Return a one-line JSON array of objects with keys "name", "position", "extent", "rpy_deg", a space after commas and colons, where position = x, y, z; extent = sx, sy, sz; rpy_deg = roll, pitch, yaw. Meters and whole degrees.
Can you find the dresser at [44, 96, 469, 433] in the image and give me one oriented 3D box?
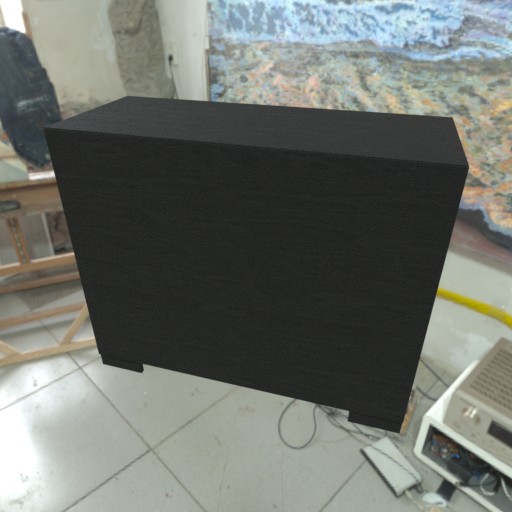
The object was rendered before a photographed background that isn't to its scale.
[{"name": "dresser", "position": [0.000, 0.000, 1.367], "extent": [0.994, 0.816, 0.404], "rpy_deg": [9, 32, 14]}]
